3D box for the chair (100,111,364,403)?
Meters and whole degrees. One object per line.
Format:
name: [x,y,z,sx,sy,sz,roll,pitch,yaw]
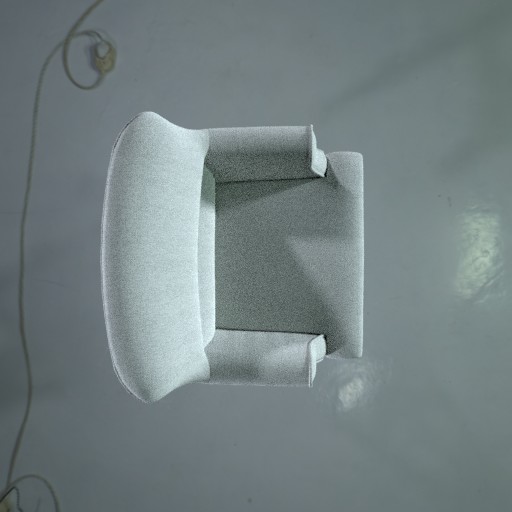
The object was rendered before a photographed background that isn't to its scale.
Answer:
chair: [0.000,0.000,1.475,0.750,0.875,0.781,0,91,-1]
